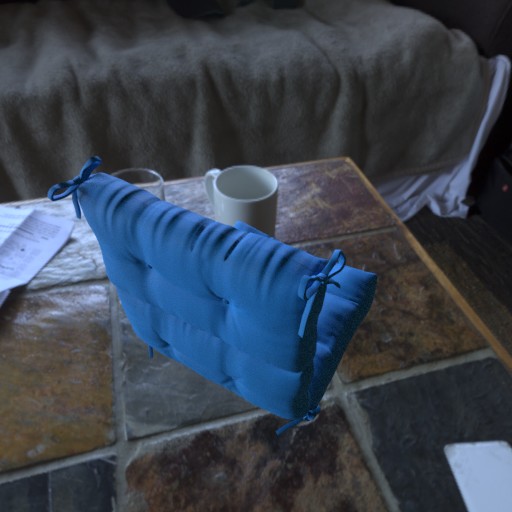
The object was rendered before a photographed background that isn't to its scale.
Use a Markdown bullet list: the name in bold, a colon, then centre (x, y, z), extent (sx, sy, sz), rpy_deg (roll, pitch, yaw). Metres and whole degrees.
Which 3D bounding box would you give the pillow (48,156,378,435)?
- **pillow**: centre (0.000, 0.000, 1.013), extent (0.519, 0.605, 0.571), rpy_deg (22, 49, 21)
